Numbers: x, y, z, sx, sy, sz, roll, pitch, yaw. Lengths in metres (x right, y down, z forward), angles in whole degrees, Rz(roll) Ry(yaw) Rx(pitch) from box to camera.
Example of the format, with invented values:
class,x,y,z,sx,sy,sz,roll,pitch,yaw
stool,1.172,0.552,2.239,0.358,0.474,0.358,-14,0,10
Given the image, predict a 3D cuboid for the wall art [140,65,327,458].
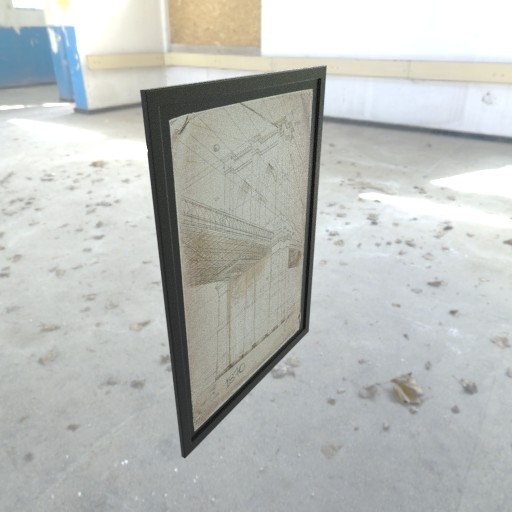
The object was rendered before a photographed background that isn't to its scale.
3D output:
class,x,y,z,sx,sy,sz,roll,pitch,yaw
wall art,0.000,0.000,1.272,0.013,0.967,0.707,18,32,31
